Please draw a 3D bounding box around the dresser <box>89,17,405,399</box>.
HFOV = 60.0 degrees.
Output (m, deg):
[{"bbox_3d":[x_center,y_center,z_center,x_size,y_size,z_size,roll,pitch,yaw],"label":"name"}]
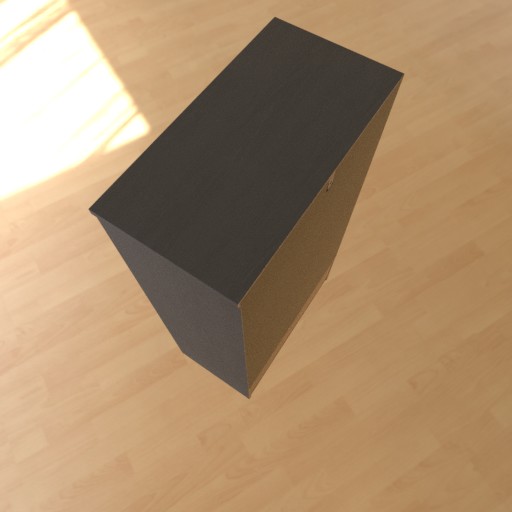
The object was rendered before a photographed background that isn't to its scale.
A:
[{"bbox_3d":[0.000,0.000,1.550,0.399,1.255,0.704,31,68,14],"label":"dresser"}]
